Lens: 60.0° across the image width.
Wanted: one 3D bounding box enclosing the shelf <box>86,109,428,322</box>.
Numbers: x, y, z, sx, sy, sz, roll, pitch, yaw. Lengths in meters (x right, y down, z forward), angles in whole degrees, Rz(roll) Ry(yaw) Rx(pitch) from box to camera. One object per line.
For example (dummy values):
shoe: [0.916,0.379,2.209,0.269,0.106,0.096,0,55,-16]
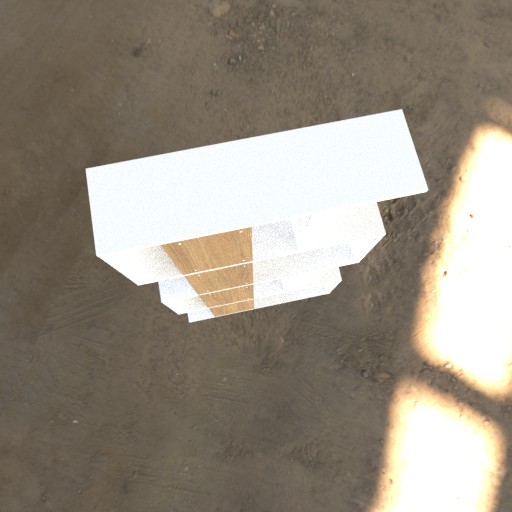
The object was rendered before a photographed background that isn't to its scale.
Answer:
shelf: [0.000,0.000,1.990,0.890,1.650,0.250,-11,76,-3]
